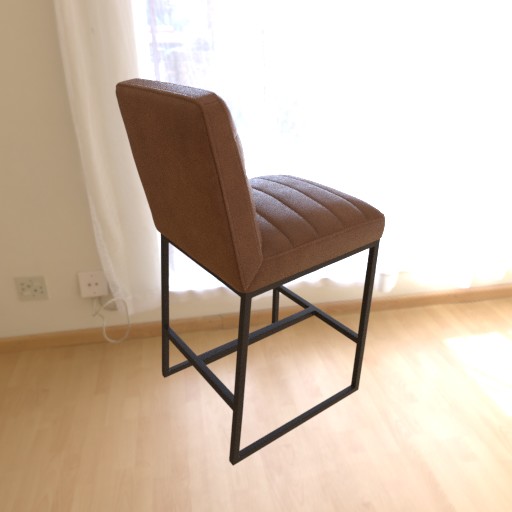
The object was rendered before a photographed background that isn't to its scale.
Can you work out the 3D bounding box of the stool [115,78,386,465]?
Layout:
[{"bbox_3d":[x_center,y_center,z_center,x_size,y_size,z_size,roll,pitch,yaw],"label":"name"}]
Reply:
[{"bbox_3d":[0.000,0.000,1.256,0.556,0.940,0.458,-18,31,-32],"label":"stool"}]
